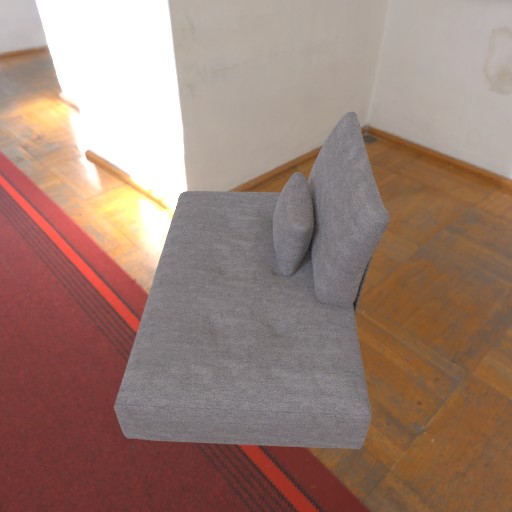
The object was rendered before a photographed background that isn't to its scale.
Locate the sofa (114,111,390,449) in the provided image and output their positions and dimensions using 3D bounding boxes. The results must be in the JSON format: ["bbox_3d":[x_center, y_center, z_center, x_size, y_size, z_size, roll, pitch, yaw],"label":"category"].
[{"bbox_3d":[0.000,0.000,2.037,1.002,0.820,1.450,2,41,2],"label":"sofa"}]
